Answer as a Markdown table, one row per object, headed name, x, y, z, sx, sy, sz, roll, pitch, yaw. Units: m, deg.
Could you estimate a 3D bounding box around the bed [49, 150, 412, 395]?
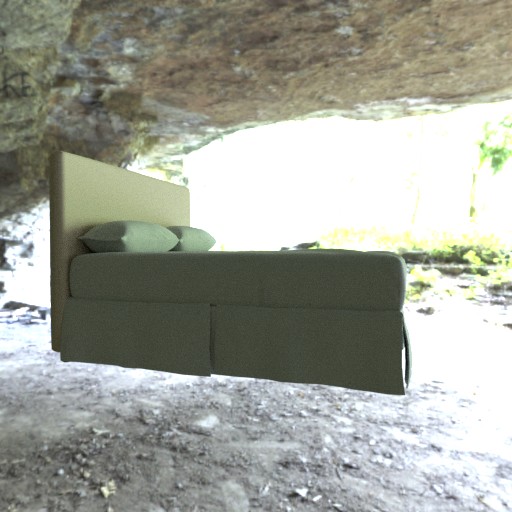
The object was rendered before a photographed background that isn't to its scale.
| name | x | y | z | sx | sy | sz | roll | pitch | yaw |
| --- | --- | --- | --- | --- | --- | --- | --- | --- | --- |
| bed | 0.000 | 0.000 | 3.271 | 2.142 | 1.330 | 1.884 | 0 | 1 | 17 |
